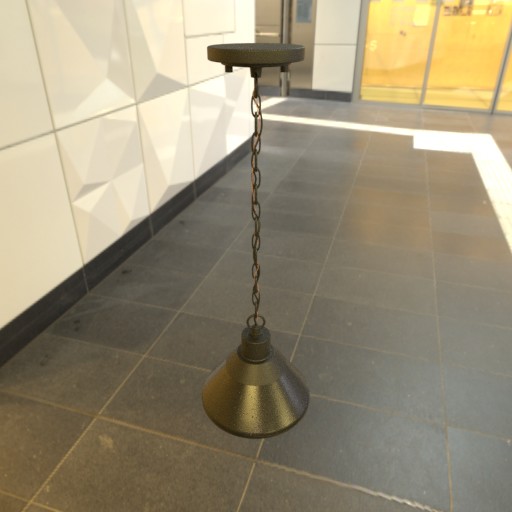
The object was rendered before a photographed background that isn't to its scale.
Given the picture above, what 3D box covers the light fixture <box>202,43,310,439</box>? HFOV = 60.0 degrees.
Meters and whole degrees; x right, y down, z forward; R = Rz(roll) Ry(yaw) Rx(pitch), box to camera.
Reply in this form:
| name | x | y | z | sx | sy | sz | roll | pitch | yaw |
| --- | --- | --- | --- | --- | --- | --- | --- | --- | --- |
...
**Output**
| name | x | y | z | sx | sy | sz | roll | pitch | yaw |
| --- | --- | --- | --- | --- | --- | --- | --- | --- | --- |
| light fixture | 0.000 | 0.000 | 0.686 | 0.201 | 0.588 | 0.201 | -1 | 29 | -2 |
